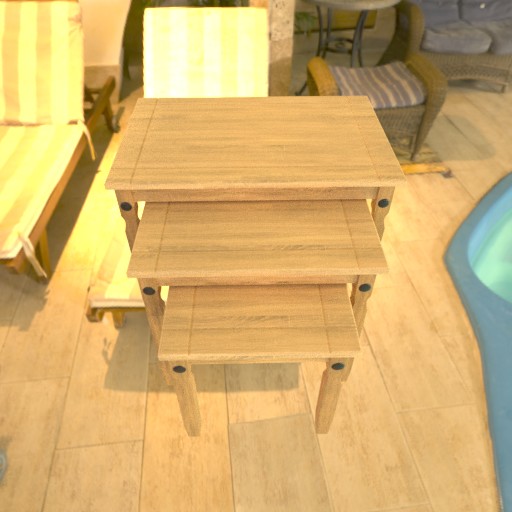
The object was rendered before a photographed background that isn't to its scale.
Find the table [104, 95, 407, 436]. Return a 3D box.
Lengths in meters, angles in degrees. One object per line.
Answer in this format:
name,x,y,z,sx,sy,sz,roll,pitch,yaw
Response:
table,0.000,0.000,1.180,0.660,0.535,0.773,-1,44,-1
